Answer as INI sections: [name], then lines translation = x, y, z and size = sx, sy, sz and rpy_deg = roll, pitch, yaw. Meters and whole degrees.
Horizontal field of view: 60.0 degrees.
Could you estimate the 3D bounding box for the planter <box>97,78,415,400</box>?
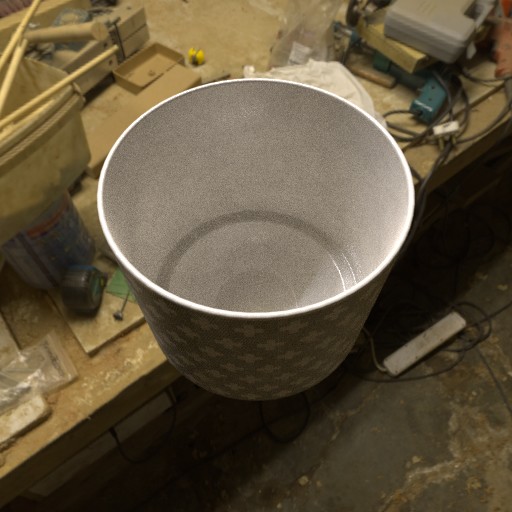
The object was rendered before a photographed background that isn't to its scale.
[planter]
translation = 0.000, 0.000, 0.345
size = 0.190, 0.181, 0.190
rpy_deg = 0, 57, 0
